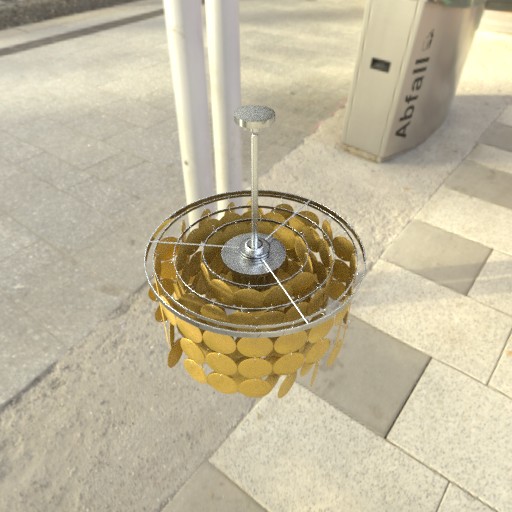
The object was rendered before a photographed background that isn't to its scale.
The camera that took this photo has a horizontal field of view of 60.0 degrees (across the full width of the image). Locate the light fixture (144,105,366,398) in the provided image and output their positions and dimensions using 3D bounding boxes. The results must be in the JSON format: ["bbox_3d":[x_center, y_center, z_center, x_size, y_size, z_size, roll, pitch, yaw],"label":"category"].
[{"bbox_3d":[0.000,0.000,0.734,0.368,0.492,0.368,0,40,0],"label":"light fixture"}]
